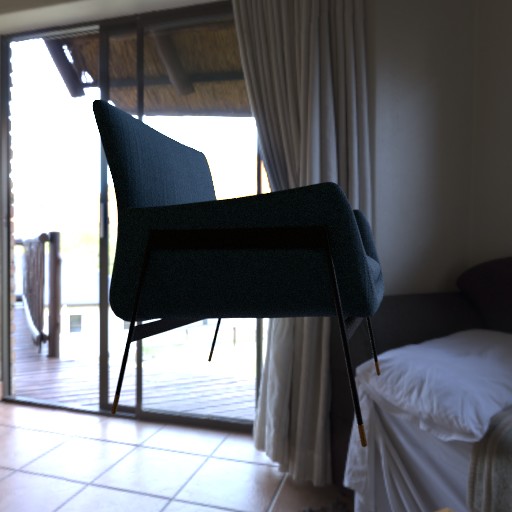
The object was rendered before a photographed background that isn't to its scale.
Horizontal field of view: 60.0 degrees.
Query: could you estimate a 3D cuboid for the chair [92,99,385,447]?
[{"bbox_3d":[0.000,0.000,1.408,0.769,0.859,0.678,0,0,18],"label":"chair"}]
